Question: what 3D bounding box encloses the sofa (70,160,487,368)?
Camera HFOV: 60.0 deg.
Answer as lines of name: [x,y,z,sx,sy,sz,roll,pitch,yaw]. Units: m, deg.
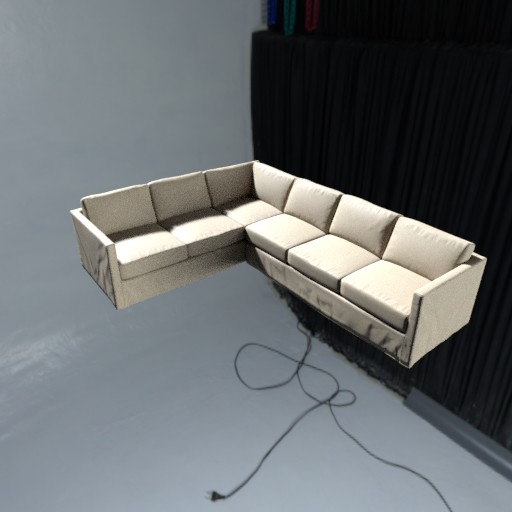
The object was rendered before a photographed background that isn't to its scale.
sofa: [0.000,0.000,4.243,2.432,0.871,3.182,-20,35,-33]
